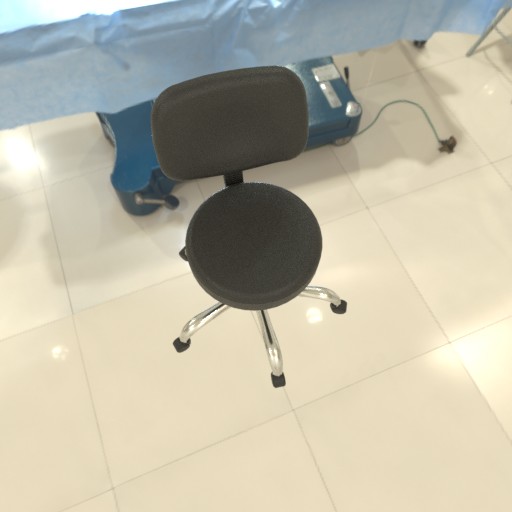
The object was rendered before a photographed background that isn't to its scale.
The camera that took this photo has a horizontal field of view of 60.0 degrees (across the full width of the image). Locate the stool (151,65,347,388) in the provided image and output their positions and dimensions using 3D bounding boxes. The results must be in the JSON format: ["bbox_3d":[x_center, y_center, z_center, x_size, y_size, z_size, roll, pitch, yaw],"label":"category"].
[{"bbox_3d":[0.000,0.000,1.334,0.673,0.862,0.648,-14,64,-7],"label":"stool"}]
